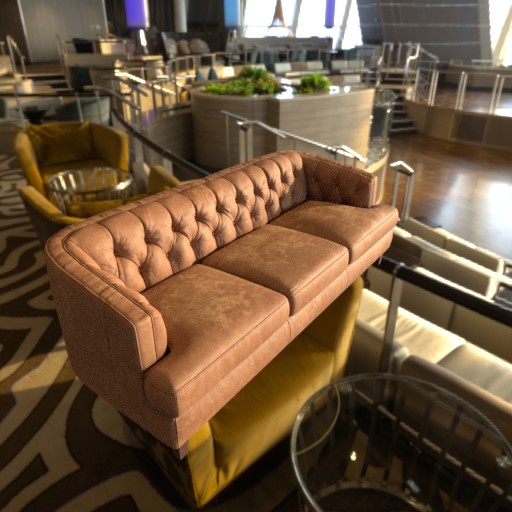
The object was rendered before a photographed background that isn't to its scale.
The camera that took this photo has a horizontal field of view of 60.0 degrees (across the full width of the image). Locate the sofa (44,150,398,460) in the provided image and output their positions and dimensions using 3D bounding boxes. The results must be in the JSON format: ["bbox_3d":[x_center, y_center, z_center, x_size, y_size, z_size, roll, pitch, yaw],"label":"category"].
[{"bbox_3d":[0.000,0.000,2.611,0.922,0.791,2.257,18,32,32],"label":"sofa"}]
